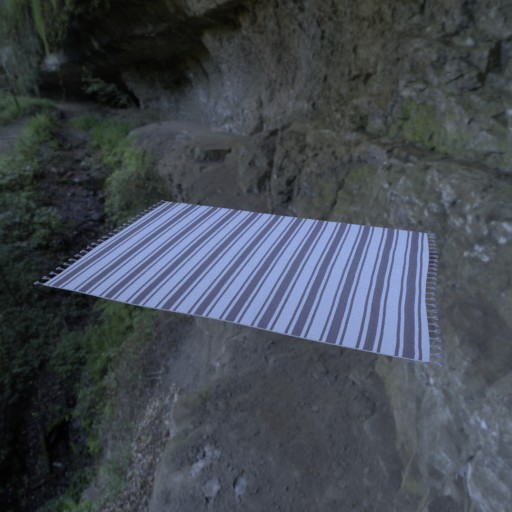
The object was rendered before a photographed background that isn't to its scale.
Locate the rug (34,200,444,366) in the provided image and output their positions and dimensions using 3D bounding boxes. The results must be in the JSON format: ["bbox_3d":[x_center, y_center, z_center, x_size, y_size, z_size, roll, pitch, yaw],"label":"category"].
[{"bbox_3d":[0.000,0.000,3.890,3.040,0.017,2.030,9,28,17],"label":"rug"}]
